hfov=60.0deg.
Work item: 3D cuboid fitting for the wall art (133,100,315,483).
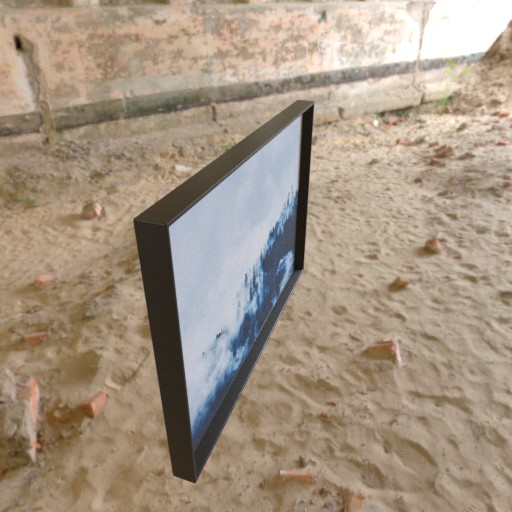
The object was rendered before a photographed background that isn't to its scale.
[{"bbox_3d":[0.000,0.000,1.207,0.058,0.640,0.939,10,32,17],"label":"wall art"}]
